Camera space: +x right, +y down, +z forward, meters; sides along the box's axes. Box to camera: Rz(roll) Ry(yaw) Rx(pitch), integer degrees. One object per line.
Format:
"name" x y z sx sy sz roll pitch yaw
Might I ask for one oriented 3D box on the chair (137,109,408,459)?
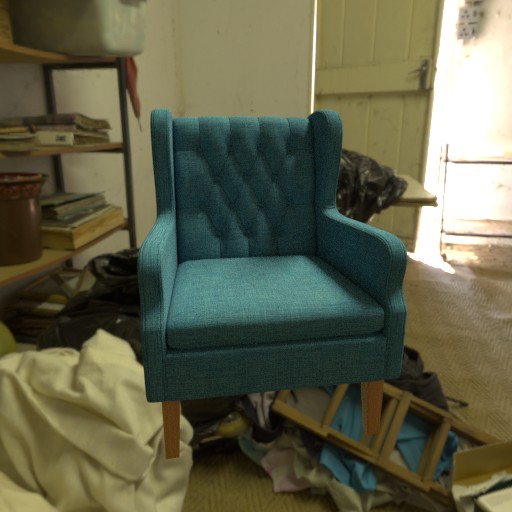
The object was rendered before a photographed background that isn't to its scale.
"chair" 0.000 0.000 1.495 0.711 0.952 0.775 -3 17 -9
